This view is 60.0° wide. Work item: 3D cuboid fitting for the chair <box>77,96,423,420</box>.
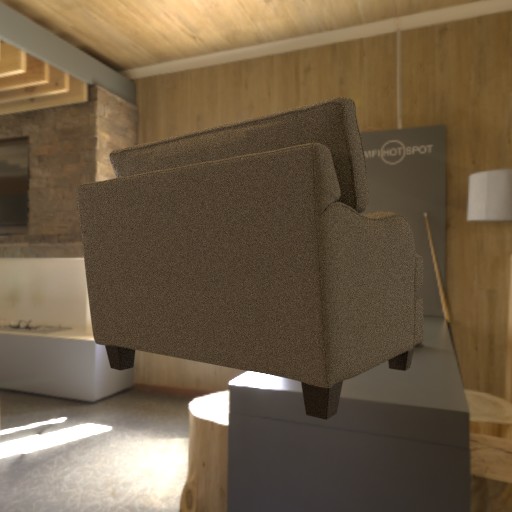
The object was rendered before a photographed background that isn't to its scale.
[{"bbox_3d":[0.000,0.000,1.984,1.220,1.016,1.040,0,-1,37],"label":"chair"}]
